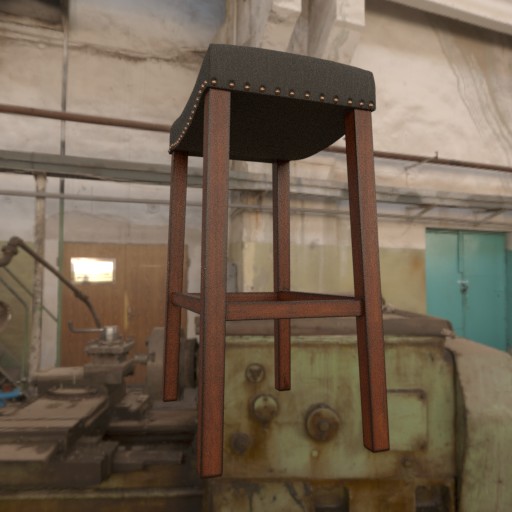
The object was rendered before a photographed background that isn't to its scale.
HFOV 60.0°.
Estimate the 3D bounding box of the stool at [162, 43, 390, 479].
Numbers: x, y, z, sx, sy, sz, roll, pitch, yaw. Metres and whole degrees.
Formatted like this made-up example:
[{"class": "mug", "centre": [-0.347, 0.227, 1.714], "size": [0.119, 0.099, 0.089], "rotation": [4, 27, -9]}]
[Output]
[{"class": "stool", "centre": [0.000, 0.000, 1.037], "size": [0.366, 0.760, 0.502], "rotation": [1, -3, -19]}]
